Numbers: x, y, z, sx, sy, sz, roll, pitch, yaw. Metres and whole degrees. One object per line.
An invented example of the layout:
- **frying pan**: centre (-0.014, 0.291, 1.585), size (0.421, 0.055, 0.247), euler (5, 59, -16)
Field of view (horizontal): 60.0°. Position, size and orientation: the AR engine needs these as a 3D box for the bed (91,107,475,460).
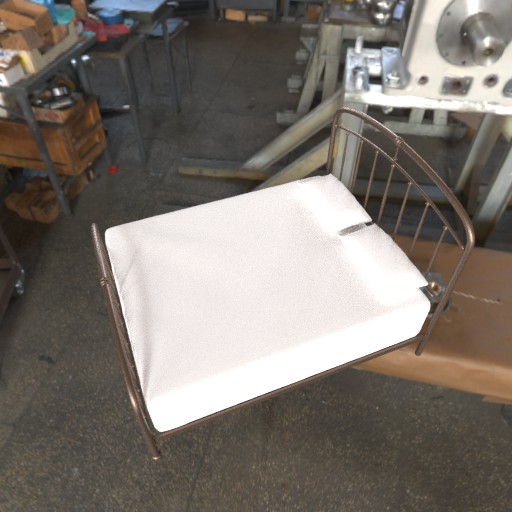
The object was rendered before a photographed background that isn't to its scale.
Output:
- **bed**: centre (0.000, 0.000, 3.247), size (2.168, 1.475, 1.711), euler (-16, 48, -15)
